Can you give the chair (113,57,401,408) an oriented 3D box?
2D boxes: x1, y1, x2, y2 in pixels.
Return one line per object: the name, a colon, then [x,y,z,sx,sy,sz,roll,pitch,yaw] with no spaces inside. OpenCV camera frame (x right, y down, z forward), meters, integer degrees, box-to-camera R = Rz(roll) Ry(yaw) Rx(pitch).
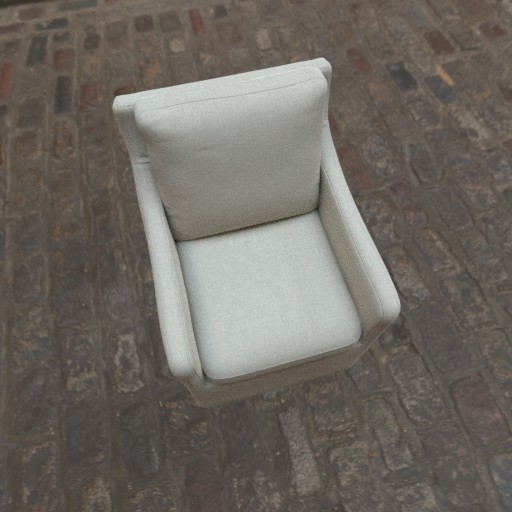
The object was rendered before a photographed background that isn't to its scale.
chair: [0.000,0.000,1.374,0.626,0.914,0.694,-13,64,-7]
